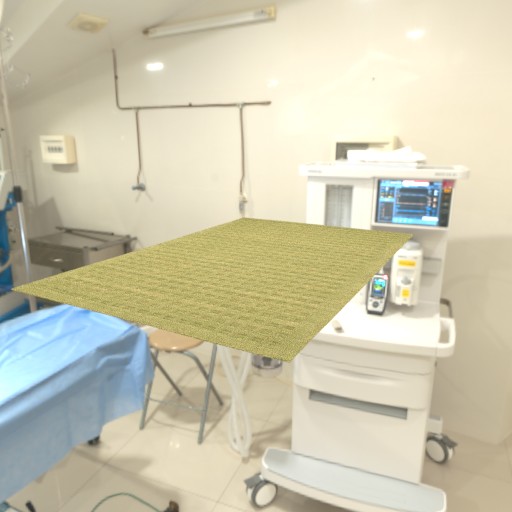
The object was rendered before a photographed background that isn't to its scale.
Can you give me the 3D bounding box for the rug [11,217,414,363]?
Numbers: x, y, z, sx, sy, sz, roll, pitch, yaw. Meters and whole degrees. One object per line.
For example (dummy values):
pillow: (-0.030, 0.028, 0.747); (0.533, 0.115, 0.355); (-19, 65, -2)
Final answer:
rug: (0.000, 0.000, 2.823); (1.529, 0.007, 2.297); (8, 17, 28)
